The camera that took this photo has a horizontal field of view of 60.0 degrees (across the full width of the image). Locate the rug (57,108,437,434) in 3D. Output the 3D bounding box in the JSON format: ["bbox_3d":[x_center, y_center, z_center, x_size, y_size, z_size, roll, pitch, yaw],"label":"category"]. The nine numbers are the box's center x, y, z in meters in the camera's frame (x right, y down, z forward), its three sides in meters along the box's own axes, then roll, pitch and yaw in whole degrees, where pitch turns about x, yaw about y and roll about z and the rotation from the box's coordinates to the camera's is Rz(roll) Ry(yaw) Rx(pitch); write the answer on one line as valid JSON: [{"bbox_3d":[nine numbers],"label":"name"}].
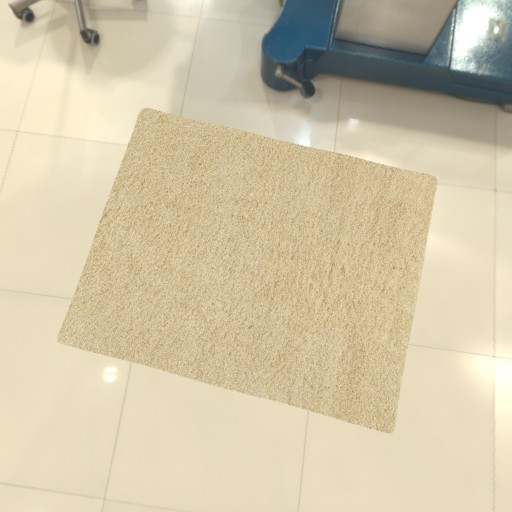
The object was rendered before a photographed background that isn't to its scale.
[{"bbox_3d":[0.000,0.000,4.075,3.001,0.025,2.401,14,77,3],"label":"rug"}]
